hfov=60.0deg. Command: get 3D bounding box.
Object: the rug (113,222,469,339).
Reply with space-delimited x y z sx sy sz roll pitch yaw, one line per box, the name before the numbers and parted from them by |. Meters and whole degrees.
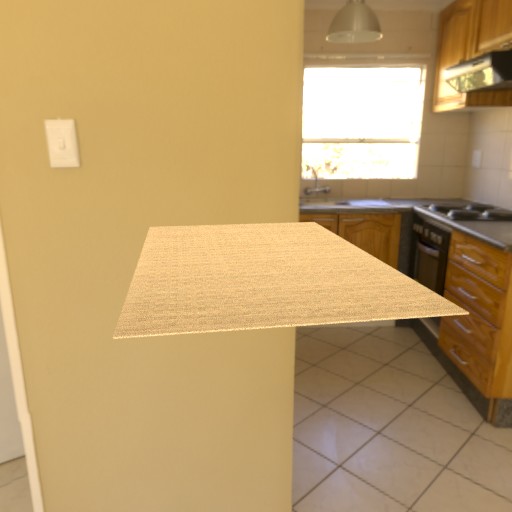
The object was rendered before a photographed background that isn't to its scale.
rug | 0.000 0.000 2.219 1.142 0.006 1.752 -2 15 -9
